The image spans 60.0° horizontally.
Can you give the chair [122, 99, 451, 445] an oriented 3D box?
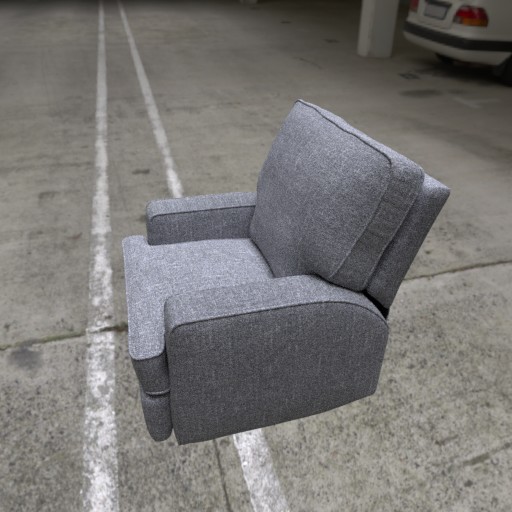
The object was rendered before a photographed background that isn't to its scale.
[{"bbox_3d":[0.000,0.000,1.645,0.964,0.962,0.861,-9,32,-14],"label":"chair"}]
